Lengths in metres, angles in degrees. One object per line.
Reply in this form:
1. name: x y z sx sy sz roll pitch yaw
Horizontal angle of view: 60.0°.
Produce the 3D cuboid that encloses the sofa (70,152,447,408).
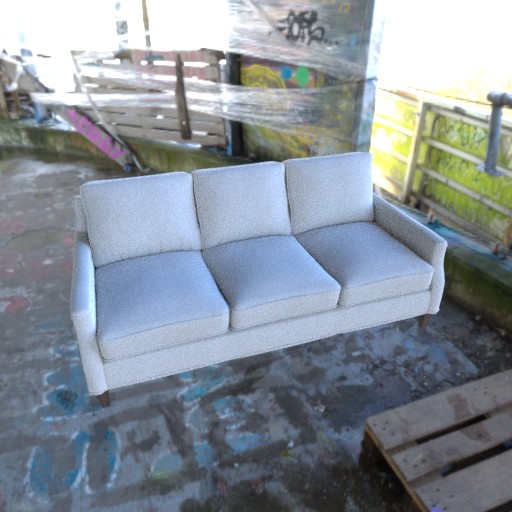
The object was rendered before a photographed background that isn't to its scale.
1. sofa: 0.000 0.000 2.907 2.246 1.003 1.084 -10 32 -16
